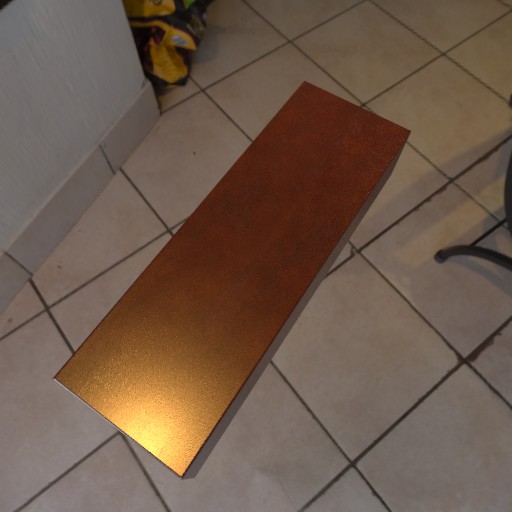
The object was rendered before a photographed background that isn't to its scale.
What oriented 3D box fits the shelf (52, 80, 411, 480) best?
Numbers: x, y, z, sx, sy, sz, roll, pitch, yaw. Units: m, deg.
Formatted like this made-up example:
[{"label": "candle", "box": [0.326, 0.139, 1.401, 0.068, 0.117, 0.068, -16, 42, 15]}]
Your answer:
[{"label": "shelf", "box": [0.000, 0.000, 0.517, 0.152, 0.088, 0.457, 31, 68, 14]}]
